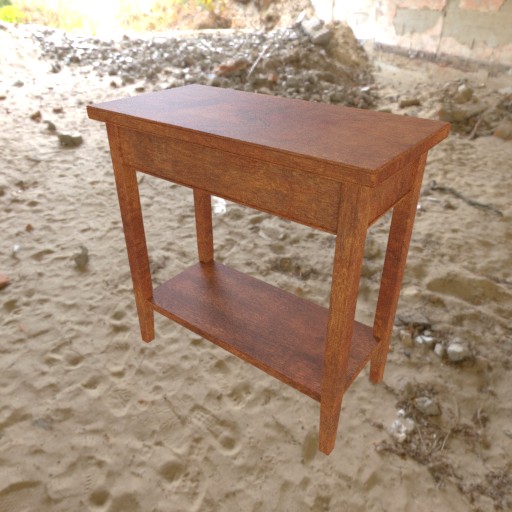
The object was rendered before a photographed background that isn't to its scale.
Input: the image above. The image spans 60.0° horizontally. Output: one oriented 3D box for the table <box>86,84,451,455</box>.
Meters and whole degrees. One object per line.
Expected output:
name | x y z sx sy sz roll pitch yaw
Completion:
table | 0.000 0.000 0.969 0.610 0.610 0.305 21 37 32
